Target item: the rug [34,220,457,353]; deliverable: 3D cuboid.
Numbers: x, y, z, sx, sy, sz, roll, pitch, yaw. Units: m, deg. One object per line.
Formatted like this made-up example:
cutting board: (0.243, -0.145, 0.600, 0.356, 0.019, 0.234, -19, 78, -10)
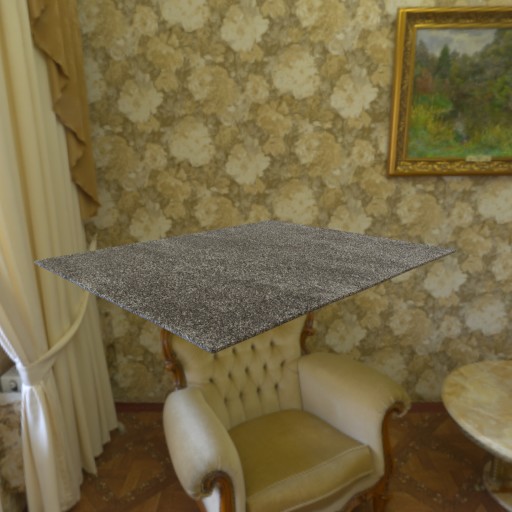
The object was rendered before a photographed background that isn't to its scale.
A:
rug: (0.000, 0.000, 4.002, 3.000, 0.025, 2.401, -14, 20, -43)
